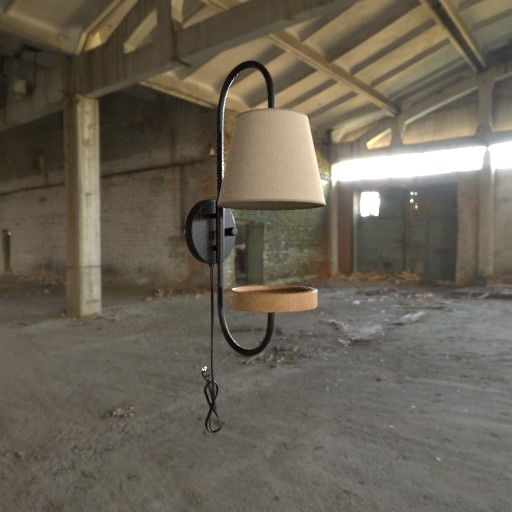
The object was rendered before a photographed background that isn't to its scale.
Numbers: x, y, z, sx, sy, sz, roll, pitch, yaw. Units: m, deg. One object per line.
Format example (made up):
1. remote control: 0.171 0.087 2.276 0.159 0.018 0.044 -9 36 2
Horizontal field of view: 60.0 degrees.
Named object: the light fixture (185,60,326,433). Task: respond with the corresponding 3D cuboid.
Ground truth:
1. light fixture: 0.000 0.000 0.932 0.299 0.821 0.220 1 2 37
